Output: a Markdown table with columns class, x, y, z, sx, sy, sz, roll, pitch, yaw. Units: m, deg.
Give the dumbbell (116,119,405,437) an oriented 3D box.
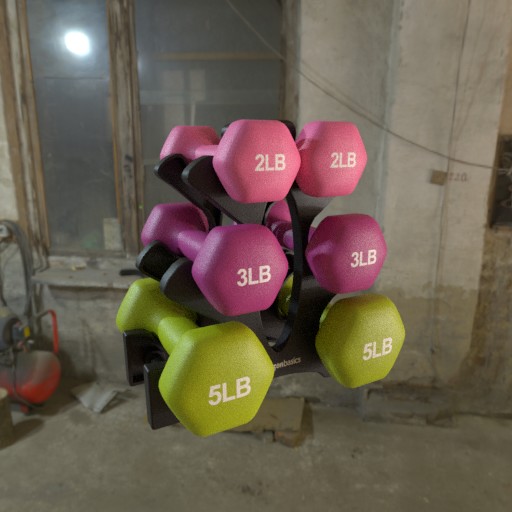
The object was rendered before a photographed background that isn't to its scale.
| class | x | y | z | sx | sy | sz | roll | pitch | yaw |
| --- | --- | --- | --- | --- | --- | --- | --- | --- | --- |
| dumbbell | 0.000 | 0.000 | 0.450 | 0.257 | 0.261 | 0.203 | -8 | 16 | -28 |
